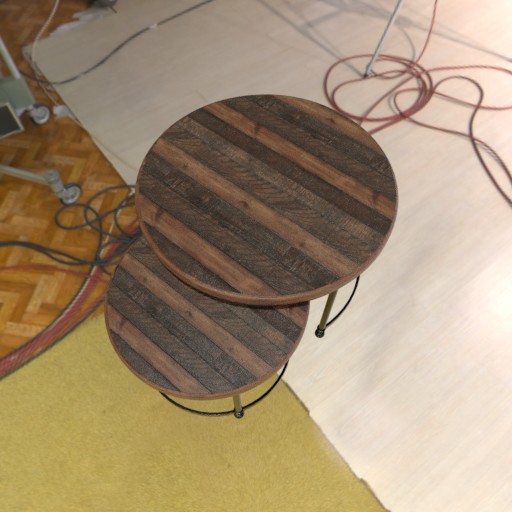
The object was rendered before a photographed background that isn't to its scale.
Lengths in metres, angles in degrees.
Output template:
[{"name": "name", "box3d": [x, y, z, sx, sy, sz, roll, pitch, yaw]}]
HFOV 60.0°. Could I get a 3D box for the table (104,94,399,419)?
[{"name": "table", "box3d": [0.000, 0.000, 1.620, 0.870, 0.516, 1.152, 12, 60, 7]}]
